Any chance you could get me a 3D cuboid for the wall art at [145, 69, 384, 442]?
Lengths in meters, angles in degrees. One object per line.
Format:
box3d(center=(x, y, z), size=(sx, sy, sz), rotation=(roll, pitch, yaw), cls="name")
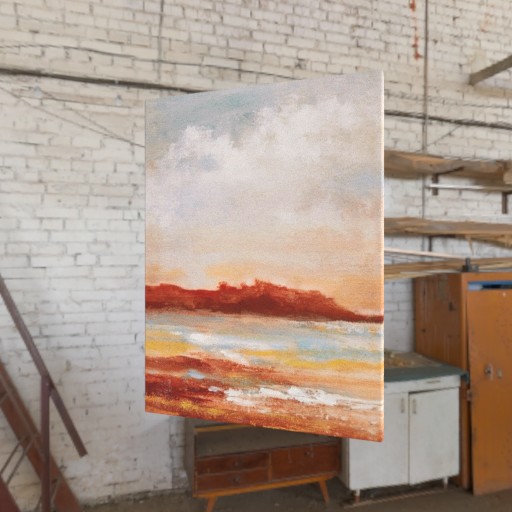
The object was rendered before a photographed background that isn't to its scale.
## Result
box3d(center=(0.000, 0.000, 0.802), size=(0.443, 0.605, 0.035), rotation=(0, 0, 18), cls="wall art")
